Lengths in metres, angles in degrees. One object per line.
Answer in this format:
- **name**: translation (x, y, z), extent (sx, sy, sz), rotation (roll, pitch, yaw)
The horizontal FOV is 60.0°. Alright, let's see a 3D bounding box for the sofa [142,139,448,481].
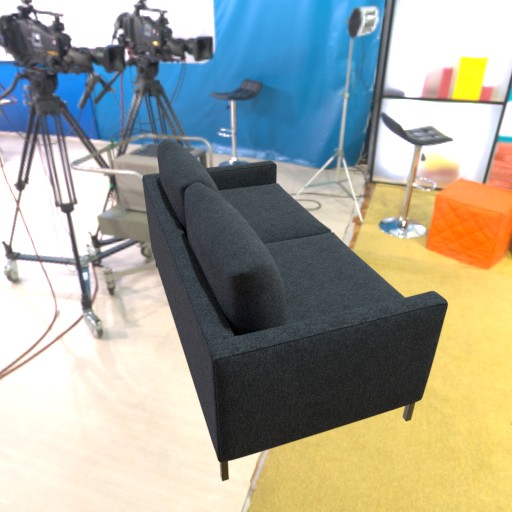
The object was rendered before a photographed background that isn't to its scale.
- **sofa**: translation (0.000, 0.000, 2.195), extent (0.866, 0.862, 1.716), rotation (-10, 31, -17)
